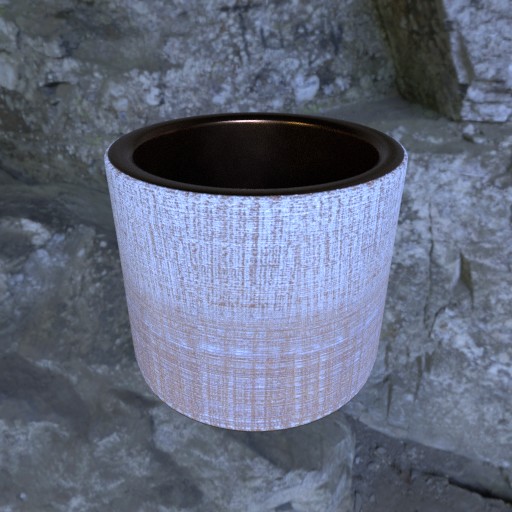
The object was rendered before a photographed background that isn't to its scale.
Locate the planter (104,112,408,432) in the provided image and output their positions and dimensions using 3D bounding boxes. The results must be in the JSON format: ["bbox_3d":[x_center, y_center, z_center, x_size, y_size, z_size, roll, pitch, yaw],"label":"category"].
[{"bbox_3d":[0.000,0.000,0.185,0.109,0.096,0.109,0,30,0],"label":"planter"}]
